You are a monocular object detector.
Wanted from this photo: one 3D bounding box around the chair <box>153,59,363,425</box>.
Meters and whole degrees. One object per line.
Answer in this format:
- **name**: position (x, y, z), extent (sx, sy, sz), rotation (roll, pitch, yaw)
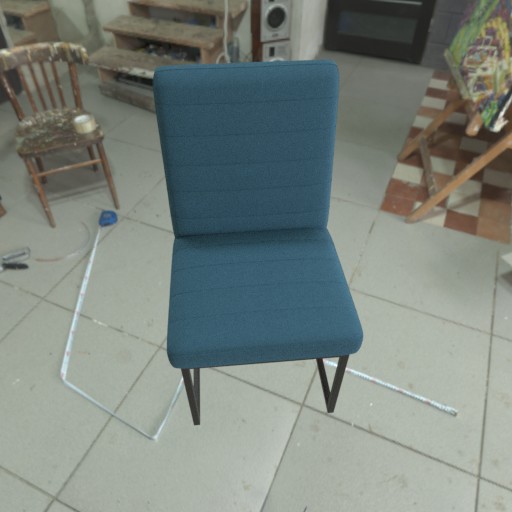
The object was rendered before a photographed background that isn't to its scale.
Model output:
- **chair**: position (0.000, 0.000, 1.339), extent (0.520, 0.930, 0.634), rotation (-4, 46, -4)
